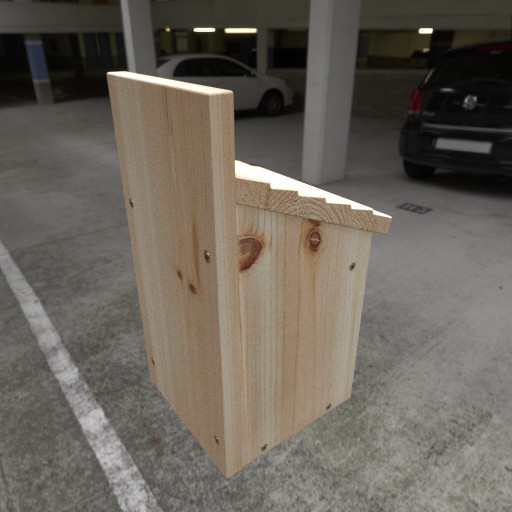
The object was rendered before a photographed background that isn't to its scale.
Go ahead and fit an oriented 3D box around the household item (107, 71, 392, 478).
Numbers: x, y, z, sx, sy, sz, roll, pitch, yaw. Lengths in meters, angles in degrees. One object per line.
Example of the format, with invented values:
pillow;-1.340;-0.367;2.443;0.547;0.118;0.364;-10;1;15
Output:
household item;0.000;0.000;0.392;0.171;0.300;0.149;-19;33;-32
